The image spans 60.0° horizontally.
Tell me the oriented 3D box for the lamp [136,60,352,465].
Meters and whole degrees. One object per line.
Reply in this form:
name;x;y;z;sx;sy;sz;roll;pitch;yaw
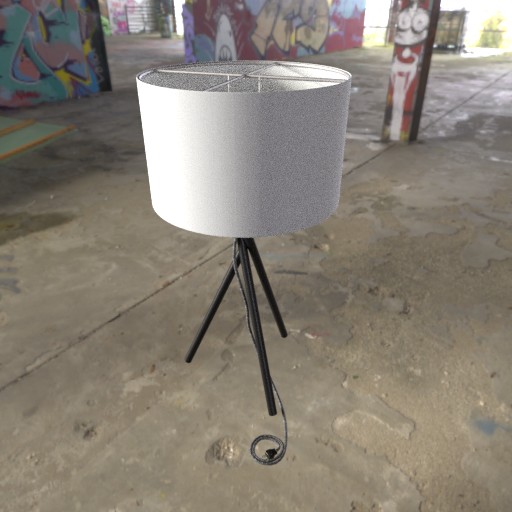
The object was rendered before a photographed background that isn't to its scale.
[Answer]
lamp;0.000;0.000;0.886;0.353;0.674;0.422;-18;35;-29
